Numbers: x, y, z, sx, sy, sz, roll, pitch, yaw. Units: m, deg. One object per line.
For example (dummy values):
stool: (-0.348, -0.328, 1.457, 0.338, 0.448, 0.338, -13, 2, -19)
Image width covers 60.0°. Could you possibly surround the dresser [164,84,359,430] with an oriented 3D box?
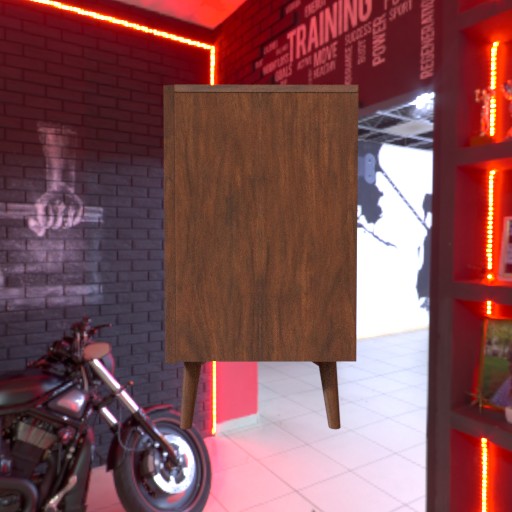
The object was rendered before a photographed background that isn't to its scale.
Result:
dresser: (0.000, 0.000, 1.840, 0.500, 0.889, 1.472, 0, 2, 0)
